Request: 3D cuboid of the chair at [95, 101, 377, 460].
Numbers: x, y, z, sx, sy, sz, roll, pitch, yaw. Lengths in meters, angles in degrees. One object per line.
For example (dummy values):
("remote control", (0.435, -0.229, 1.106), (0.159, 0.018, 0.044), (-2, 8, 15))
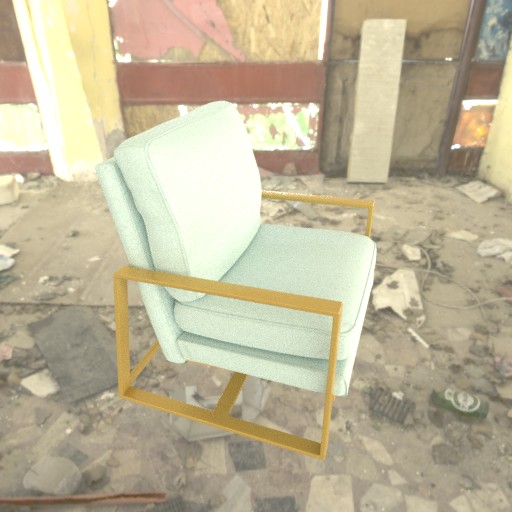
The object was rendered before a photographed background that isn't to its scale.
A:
("chair", (0.000, 0.000, 1.586), (0.813, 0.956, 0.758), (10, 32, 17))
